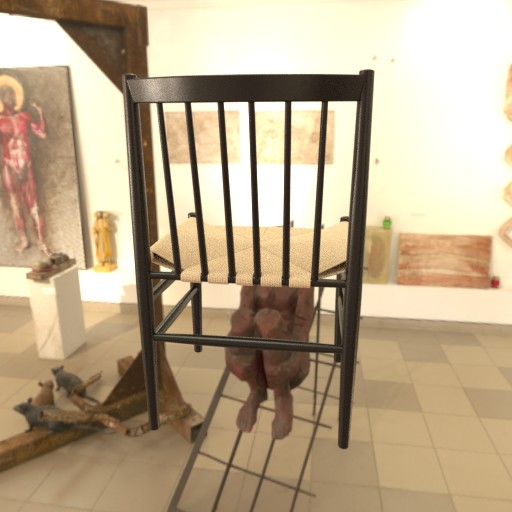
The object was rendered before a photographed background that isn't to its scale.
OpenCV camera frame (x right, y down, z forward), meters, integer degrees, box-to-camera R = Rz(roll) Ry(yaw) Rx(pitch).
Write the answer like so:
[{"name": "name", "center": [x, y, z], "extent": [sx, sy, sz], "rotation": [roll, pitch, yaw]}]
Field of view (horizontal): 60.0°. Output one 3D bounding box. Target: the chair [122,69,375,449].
[{"name": "chair", "center": [0.000, 0.000, 1.108], "extent": [0.495, 0.818, 0.516], "rotation": [2, 16, 8]}]
